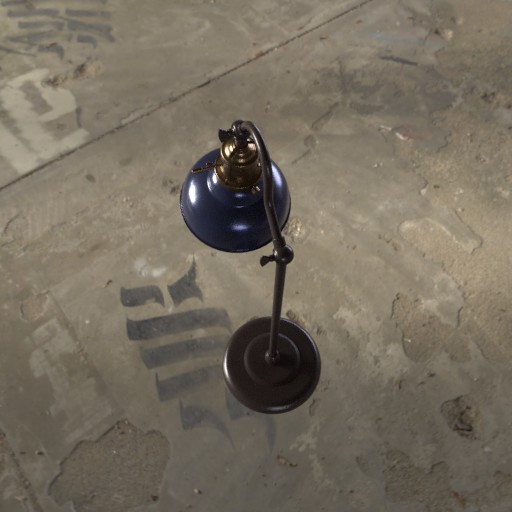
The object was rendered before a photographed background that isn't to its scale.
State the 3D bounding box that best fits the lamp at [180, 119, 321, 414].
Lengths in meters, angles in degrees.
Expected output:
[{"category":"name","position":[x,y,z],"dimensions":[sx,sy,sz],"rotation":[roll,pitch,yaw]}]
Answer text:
[{"category":"lamp","position":[0.000,0.000,0.695],"dimensions":[0.192,0.508,0.374],"rotation":[-17,59,-10]}]
